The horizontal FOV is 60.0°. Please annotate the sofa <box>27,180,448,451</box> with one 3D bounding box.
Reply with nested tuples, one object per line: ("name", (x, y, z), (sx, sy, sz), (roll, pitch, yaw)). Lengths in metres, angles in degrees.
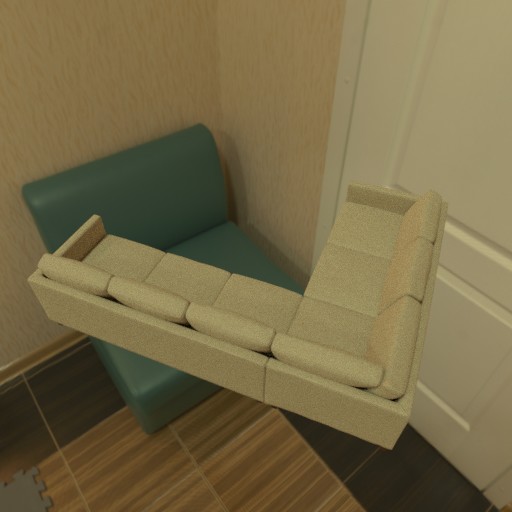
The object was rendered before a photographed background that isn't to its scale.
("sofa", (0.000, 0.000, 4.247), (3.182, 0.863, 2.432), (16, 48, 15))
